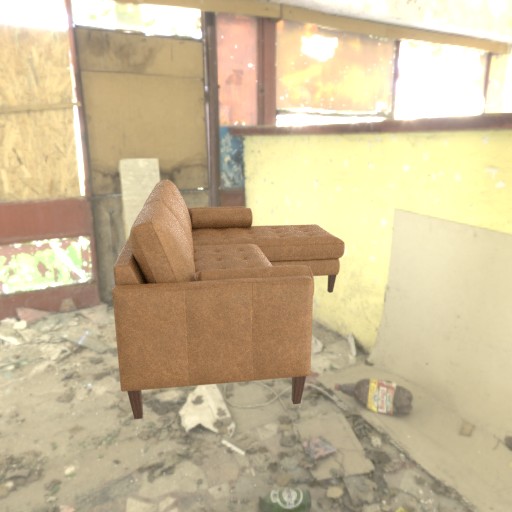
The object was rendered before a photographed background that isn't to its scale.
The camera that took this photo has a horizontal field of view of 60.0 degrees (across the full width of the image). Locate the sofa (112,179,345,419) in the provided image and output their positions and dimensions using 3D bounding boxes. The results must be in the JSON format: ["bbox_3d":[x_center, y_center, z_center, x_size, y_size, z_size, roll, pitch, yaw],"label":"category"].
[{"bbox_3d":[0.000,0.000,2.933,1.506,0.876,2.178,-2,15,-9],"label":"sofa"}]
